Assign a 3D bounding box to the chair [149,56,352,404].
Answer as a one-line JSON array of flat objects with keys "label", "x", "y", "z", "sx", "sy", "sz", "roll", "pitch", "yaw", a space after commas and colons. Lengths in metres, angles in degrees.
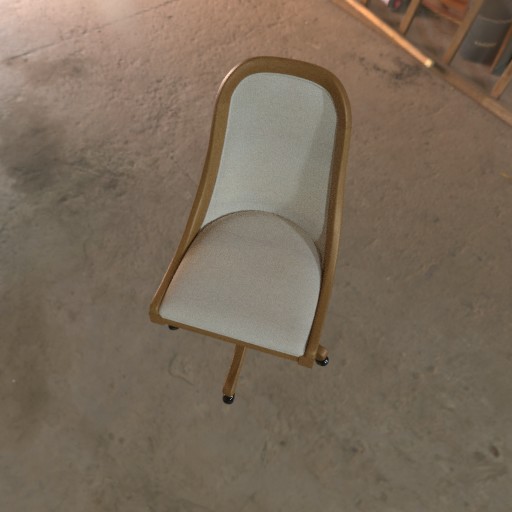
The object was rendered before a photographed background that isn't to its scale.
[{"label": "chair", "x": 0.000, "y": 0.000, "z": 1.544, "sx": 0.702, "sy": 1.009, "sz": 0.811, "roll": 14, "pitch": 59, "yaw": 9}]
